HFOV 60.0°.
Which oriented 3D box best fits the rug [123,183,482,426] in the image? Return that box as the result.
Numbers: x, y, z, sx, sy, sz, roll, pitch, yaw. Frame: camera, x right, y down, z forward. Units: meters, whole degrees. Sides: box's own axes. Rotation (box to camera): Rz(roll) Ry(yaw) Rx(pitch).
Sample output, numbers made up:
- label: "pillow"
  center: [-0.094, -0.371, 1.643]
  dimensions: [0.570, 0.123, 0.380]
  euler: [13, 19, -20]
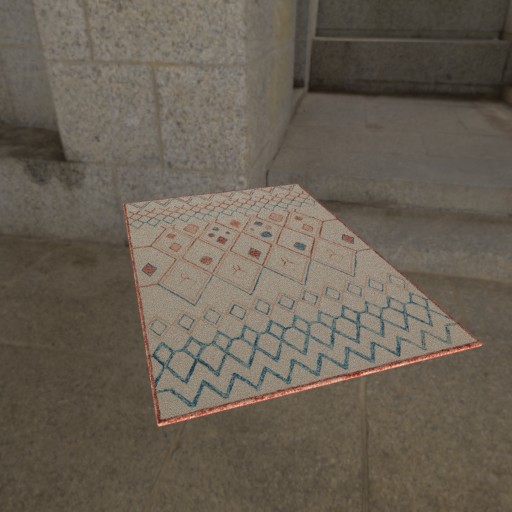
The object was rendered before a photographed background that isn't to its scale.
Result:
- label: "rug"
  center: [0.000, 0.000, 2.276]
  dimensions: [1.219, 0.016, 1.829]
  euler: [-9, 31, -15]
